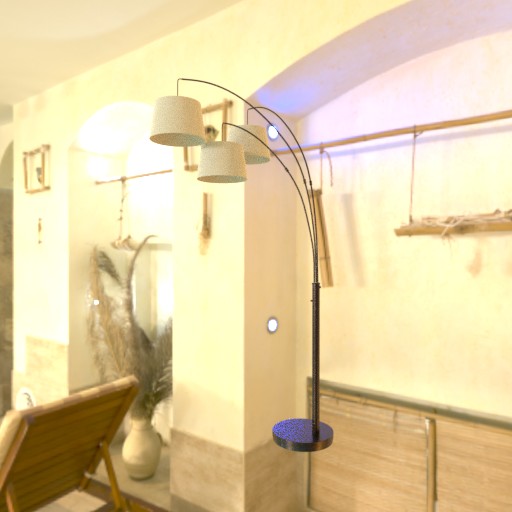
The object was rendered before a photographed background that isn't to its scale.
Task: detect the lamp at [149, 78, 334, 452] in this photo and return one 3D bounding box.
[{"bbox_3d":[0.000,0.000,2.526,0.924,1.950,0.951,0,1,36],"label":"lamp"}]
